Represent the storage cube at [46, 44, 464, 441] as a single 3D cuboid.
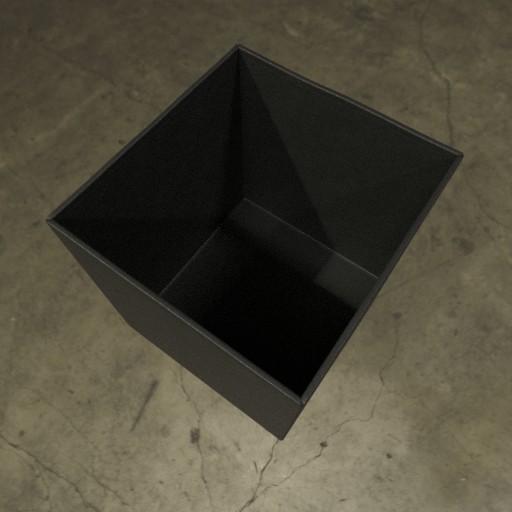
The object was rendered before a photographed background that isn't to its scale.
[{"bbox_3d":[0.000,0.000,0.502,0.270,0.280,0.270,33,67,15],"label":"storage cube"}]
